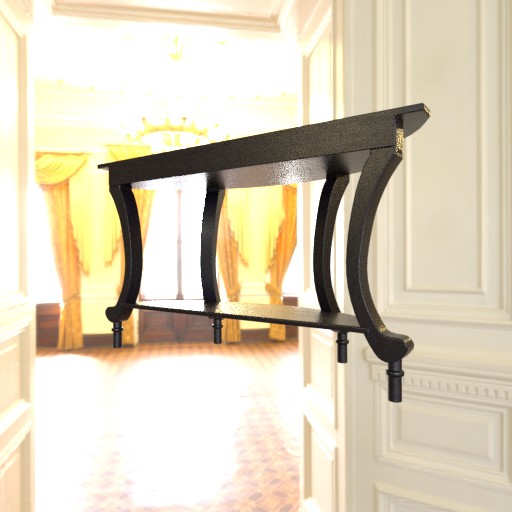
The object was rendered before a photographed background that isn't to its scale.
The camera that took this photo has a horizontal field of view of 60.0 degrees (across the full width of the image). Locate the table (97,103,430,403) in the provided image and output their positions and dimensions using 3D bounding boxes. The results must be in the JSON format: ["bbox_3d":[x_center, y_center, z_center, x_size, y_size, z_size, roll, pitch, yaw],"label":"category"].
[{"bbox_3d":[0.000,0.000,1.500,1.198,0.692,0.394,0,0,35],"label":"table"}]
